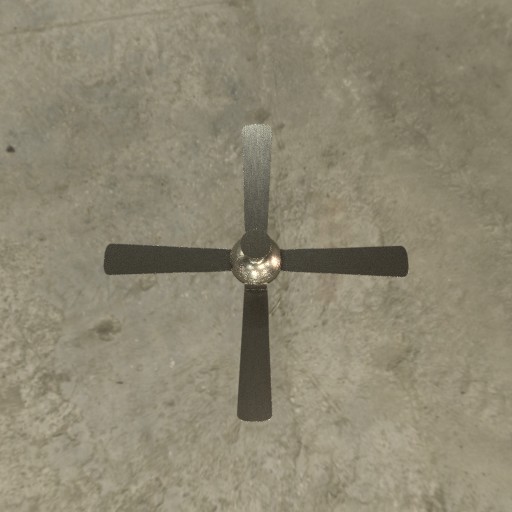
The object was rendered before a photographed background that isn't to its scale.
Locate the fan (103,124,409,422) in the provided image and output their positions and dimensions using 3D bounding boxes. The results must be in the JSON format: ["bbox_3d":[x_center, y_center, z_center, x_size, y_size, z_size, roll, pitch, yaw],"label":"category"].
[{"bbox_3d":[0.000,0.000,1.941,1.321,0.381,1.321,20,76,5],"label":"fan"}]
